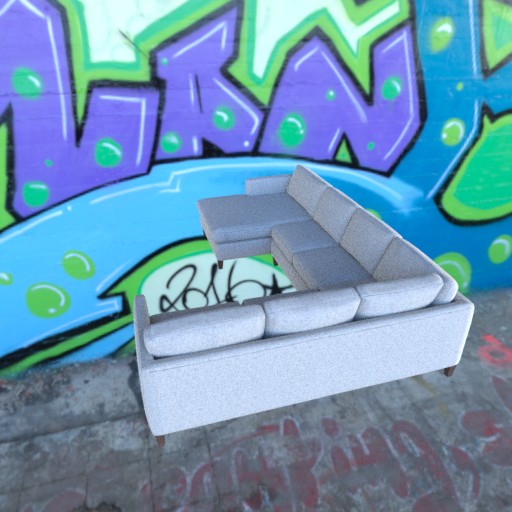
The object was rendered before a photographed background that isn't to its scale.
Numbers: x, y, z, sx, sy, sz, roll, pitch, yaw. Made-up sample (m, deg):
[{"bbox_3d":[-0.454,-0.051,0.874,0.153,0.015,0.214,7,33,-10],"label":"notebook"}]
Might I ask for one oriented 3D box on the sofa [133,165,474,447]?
[{"bbox_3d":[0.000,0.000,4.675,2.593,0.959,3.460,-8,30,-15],"label":"sofa"}]
